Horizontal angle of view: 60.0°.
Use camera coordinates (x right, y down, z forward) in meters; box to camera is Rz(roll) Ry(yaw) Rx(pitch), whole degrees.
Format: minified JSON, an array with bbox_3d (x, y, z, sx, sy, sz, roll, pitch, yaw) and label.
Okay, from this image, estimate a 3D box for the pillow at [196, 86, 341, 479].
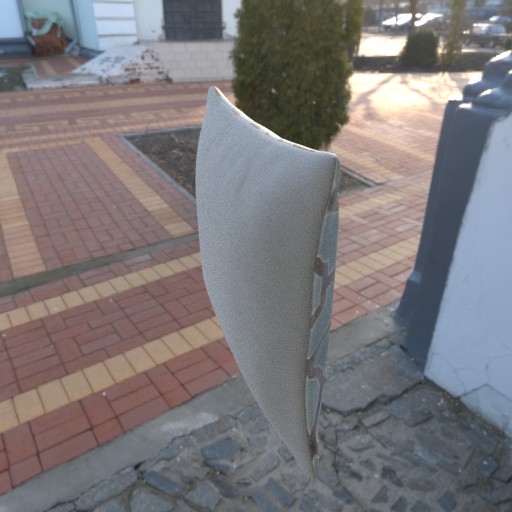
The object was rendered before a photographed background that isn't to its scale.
[{"bbox_3d":[0.000,0.000,0.794,0.166,0.508,0.552,-9,29,-16],"label":"pillow"}]
